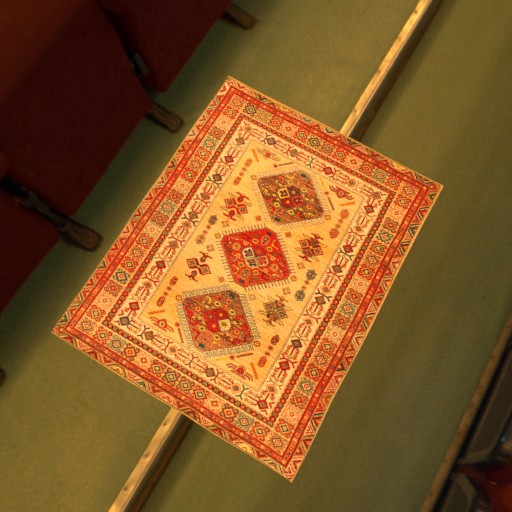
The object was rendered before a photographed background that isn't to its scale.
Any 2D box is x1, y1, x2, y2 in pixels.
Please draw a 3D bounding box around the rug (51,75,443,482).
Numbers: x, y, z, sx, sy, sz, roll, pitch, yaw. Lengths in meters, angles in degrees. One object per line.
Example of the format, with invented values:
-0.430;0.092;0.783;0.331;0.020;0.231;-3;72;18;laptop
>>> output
0.000;0.000;4.141;2.460;0.005;3.067;29;78;7;rug
